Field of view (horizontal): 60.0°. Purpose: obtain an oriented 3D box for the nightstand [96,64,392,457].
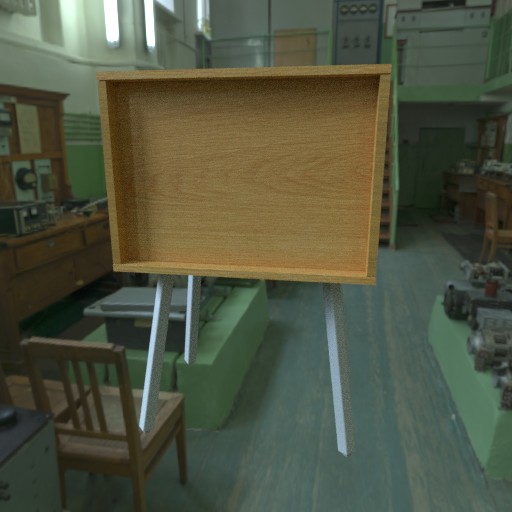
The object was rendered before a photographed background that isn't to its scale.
[{"bbox_3d":[0.000,0.000,0.817,0.400,0.601,0.316,3,15,10],"label":"nightstand"}]
